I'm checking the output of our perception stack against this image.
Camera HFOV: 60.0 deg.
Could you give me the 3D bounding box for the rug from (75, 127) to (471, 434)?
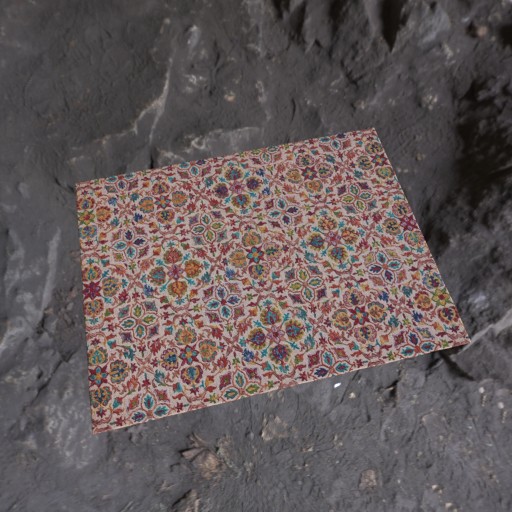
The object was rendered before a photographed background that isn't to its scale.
[{"bbox_3d":[0.000,0.000,4.155,3.215,0.020,2.446,-12,65,-6],"label":"rug"}]
